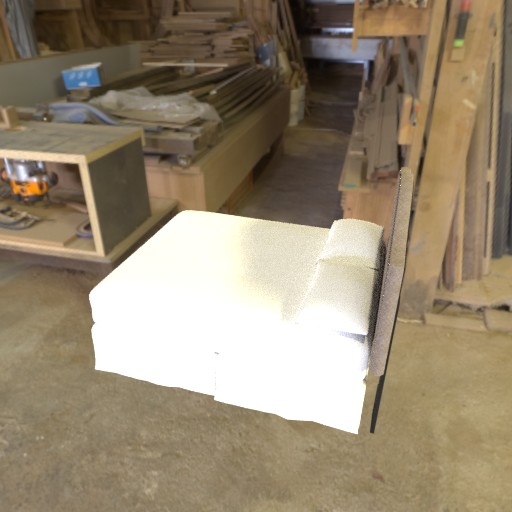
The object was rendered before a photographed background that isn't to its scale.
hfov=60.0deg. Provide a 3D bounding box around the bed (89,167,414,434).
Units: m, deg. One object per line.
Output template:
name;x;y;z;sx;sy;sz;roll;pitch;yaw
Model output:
bed;0.000;0.000;3.498;2.153;1.518;1.713;9;31;16
